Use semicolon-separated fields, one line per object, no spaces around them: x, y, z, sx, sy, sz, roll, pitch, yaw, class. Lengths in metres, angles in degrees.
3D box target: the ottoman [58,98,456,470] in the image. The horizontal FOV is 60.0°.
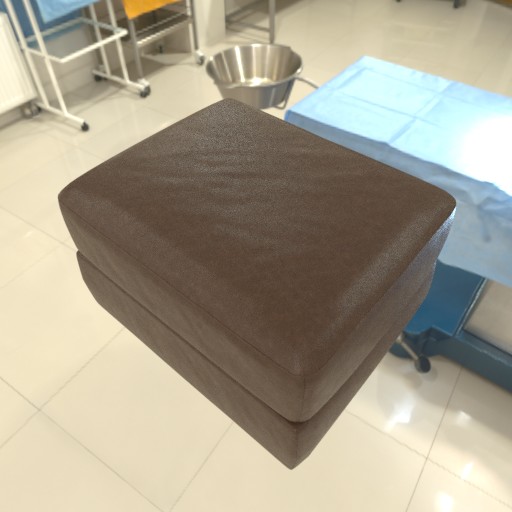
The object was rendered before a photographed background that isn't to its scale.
0.000;0.000;1.118;0.751;0.476;0.603;32;55;26;ottoman
